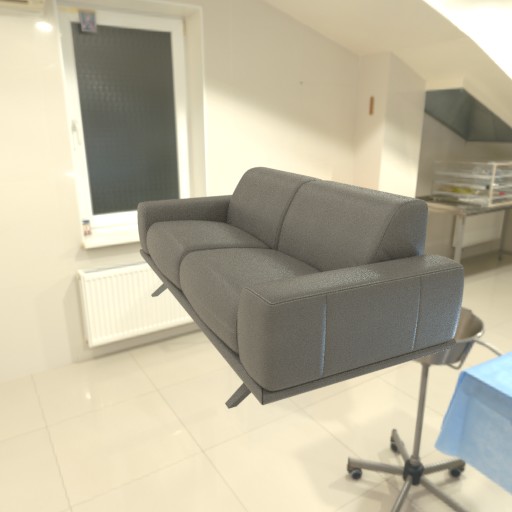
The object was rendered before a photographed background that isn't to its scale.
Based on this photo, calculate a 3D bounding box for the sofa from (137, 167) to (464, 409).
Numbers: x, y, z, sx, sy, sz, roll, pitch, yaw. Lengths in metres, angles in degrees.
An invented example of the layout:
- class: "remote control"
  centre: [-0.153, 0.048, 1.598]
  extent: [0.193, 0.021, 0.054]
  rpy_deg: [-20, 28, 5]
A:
- class: "sofa"
  centre: [0.000, 0.000, 2.352]
  extent: [0.900, 0.772, 1.901]
  rpy_deg: [-8, 19, -25]
